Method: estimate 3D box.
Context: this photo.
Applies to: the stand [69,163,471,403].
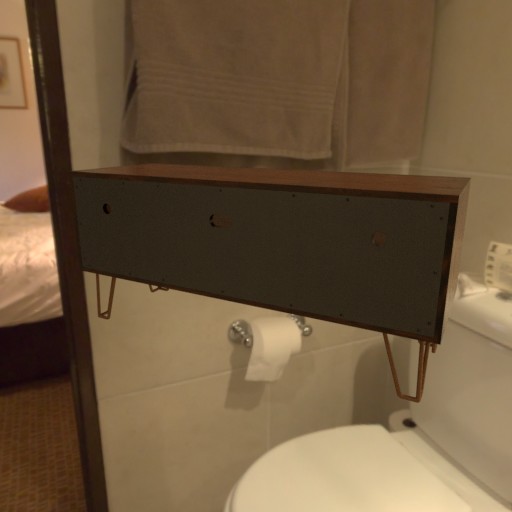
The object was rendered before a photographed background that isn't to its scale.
[{"bbox_3d":[0.000,0.000,1.670,1.372,0.610,0.481,8,18,27],"label":"stand"}]
